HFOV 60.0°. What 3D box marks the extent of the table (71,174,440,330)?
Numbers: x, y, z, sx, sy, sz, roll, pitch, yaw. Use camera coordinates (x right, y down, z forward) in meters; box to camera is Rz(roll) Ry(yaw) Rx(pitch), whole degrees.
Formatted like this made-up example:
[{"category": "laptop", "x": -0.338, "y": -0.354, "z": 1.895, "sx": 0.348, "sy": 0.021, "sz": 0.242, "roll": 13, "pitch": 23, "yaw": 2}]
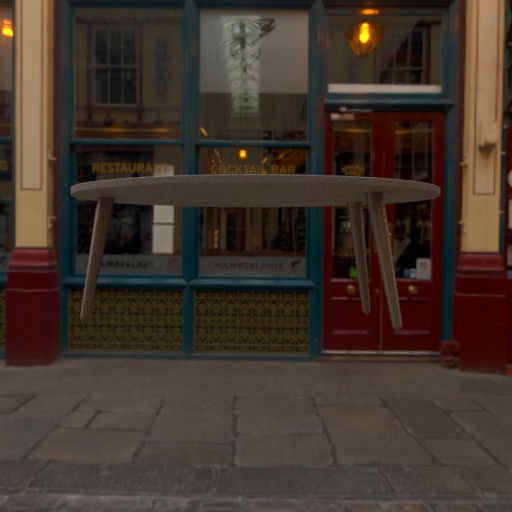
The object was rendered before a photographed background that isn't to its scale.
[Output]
[{"category": "table", "x": 0.000, "y": 0.000, "z": 1.327, "sx": 1.083, "sy": 0.390, "sz": 0.542, "roll": 0, "pitch": 0, "yaw": 0}]
